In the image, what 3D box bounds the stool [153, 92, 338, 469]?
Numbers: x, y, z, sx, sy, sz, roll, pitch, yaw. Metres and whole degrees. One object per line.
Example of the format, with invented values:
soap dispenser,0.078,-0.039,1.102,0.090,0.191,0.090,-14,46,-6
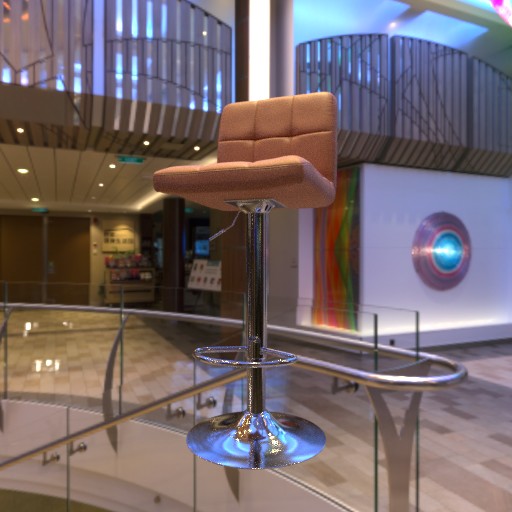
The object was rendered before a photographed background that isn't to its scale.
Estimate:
stool,0.000,0.000,1.358,0.430,1.115,0.505,0,0,20
